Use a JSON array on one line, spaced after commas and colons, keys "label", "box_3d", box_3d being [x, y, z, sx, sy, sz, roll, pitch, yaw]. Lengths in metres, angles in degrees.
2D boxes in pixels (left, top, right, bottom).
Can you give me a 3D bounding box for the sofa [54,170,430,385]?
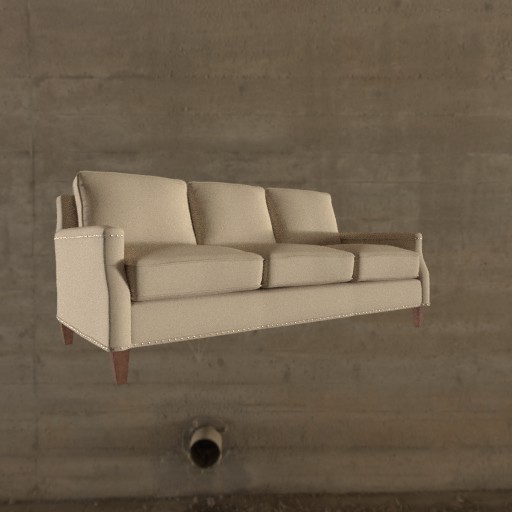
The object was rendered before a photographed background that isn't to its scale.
[{"label": "sofa", "box_3d": [0.000, 0.000, 2.837, 2.246, 1.003, 1.084, -1, 2, -36]}]
